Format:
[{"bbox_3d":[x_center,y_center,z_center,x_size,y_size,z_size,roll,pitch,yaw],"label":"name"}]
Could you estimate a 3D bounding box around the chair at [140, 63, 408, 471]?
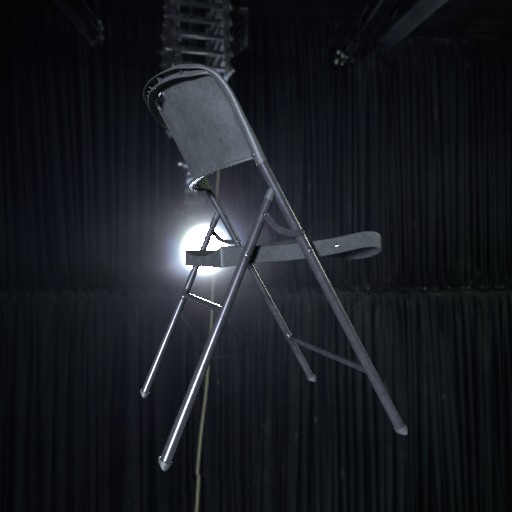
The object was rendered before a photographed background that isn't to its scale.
[{"bbox_3d":[0.000,0.000,1.146,0.566,0.810,0.494,0,-1,-19],"label":"chair"}]
